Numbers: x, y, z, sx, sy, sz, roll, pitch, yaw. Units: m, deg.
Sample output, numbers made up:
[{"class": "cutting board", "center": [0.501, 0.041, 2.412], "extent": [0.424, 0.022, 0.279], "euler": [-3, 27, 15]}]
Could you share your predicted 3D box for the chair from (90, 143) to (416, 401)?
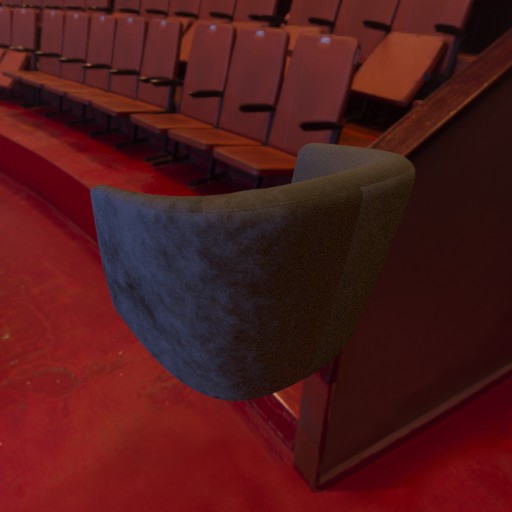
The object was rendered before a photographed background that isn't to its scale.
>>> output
[{"class": "chair", "center": [0.000, 0.000, 1.321], "extent": [0.773, 0.698, 0.767], "euler": [-18, 34, -29]}]
